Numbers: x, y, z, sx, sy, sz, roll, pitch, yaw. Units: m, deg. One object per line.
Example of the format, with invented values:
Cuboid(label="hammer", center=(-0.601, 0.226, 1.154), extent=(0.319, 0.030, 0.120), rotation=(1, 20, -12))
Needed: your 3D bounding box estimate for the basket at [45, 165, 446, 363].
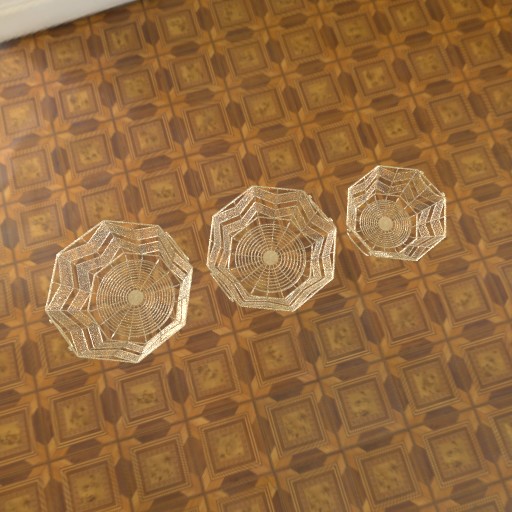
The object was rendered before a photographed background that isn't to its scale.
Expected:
Cuboid(label="basket", center=(0.000, 0.000, 1.382), extent=(1.246, 0.178, 0.432), rotation=(-16, 77, -4))
